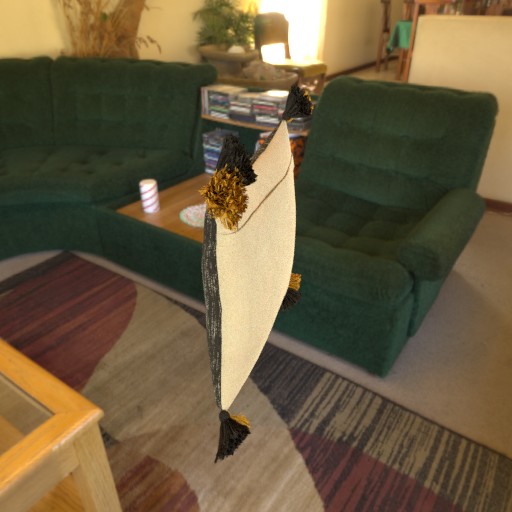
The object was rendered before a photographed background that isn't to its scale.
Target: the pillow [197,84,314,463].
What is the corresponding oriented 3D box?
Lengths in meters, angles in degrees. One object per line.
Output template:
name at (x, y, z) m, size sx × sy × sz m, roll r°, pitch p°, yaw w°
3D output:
pillow at (0.000, 0.000, 0.979) m, size 0.139 × 0.659 × 0.654 m, roll 9°, pitch 32°, yaw 14°
